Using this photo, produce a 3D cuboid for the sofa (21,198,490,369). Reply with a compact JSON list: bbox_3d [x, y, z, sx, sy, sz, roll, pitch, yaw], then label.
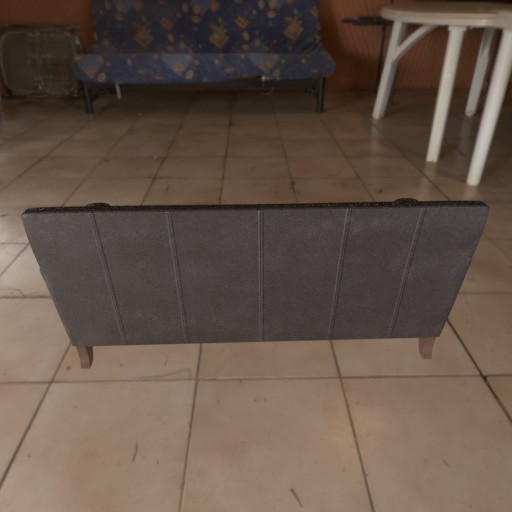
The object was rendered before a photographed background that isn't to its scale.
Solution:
[{"bbox_3d":[0.000,0.000,2.484,2.053,0.947,0.805,-1,30,-2],"label":"sofa"}]
